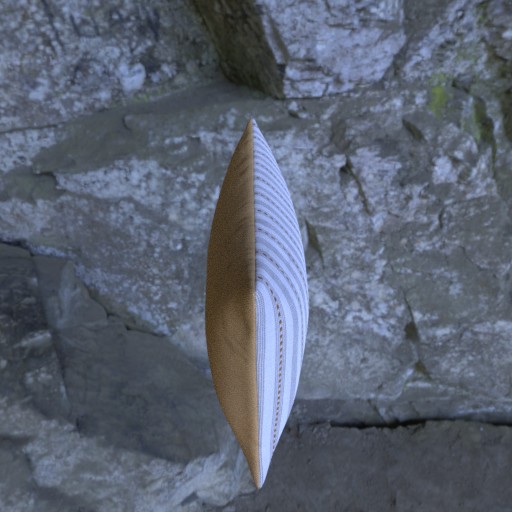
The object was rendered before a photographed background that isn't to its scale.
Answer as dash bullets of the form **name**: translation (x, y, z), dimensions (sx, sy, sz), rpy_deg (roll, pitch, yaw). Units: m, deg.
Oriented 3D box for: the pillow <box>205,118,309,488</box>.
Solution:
- **pillow**: translation (0.000, 0.000, 0.716), dimensions (0.151, 0.291, 0.608), rpy_deg (0, 31, -1)
